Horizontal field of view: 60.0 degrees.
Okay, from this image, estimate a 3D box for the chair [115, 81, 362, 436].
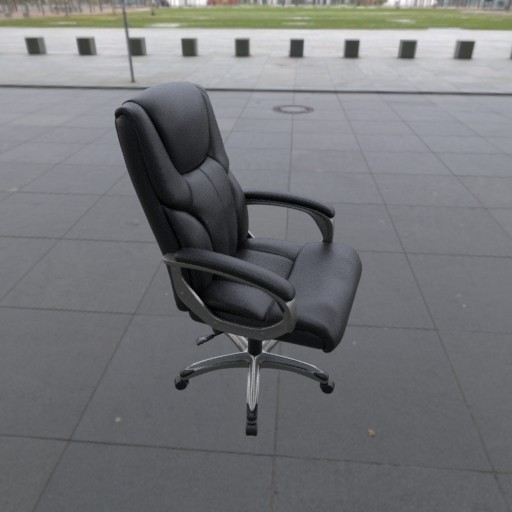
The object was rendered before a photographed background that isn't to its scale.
[{"bbox_3d":[0.000,0.000,1.627,0.739,1.155,0.663,10,31,17],"label":"chair"}]
